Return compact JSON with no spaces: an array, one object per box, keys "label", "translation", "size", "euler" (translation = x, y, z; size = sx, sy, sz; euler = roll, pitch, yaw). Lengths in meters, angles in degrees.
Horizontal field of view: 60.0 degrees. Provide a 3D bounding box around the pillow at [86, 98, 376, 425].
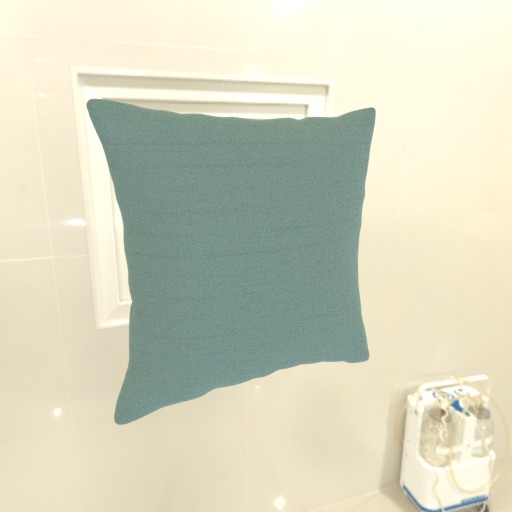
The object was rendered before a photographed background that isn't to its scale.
[{"label":"pillow","translation":[0.000,0.000,0.704],"size":[0.470,0.464,0.175],"euler":[-7,16,-26]}]
